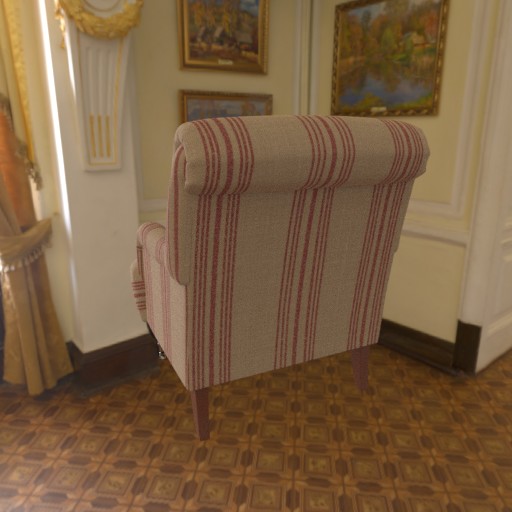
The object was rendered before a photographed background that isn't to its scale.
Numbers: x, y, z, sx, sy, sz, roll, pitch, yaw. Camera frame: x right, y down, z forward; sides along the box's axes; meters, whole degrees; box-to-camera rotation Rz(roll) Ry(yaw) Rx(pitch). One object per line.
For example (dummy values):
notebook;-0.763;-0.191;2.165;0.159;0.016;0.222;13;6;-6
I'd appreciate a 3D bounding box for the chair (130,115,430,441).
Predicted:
chair;0.000;0.000;1.889;0.933;1.123;1.058;-8;18;-25
